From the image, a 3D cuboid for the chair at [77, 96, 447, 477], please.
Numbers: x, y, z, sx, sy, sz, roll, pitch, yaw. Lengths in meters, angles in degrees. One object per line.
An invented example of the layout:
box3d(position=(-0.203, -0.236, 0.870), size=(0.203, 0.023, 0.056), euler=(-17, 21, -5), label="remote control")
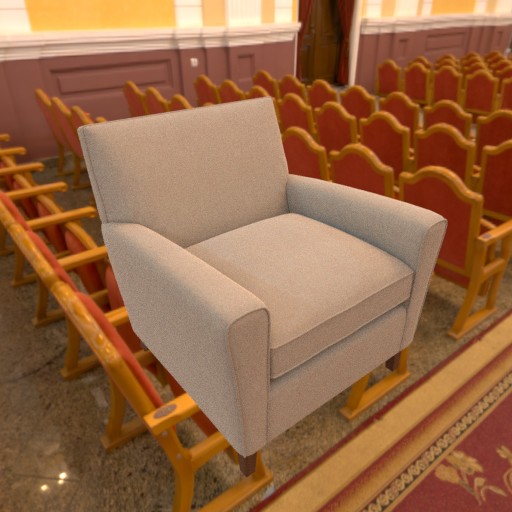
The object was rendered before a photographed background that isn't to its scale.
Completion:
box3d(position=(0.000, 0.000, 1.517), size=(0.840, 0.846, 0.871), euler=(-22, 37, -32), label="chair")
